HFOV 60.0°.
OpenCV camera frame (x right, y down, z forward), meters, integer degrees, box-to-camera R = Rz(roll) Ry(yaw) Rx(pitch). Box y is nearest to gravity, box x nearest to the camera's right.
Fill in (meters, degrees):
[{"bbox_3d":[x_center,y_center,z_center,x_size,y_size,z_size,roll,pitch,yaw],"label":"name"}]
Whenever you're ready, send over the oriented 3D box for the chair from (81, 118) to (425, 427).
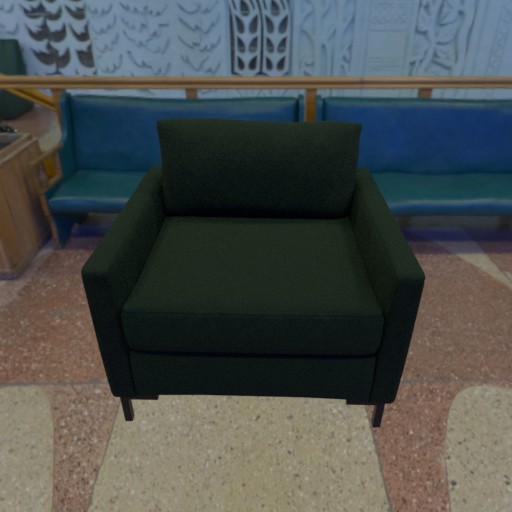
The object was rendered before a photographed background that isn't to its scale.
[{"bbox_3d":[0.000,0.000,1.633,0.963,0.861,0.866,1,31,1],"label":"chair"}]
